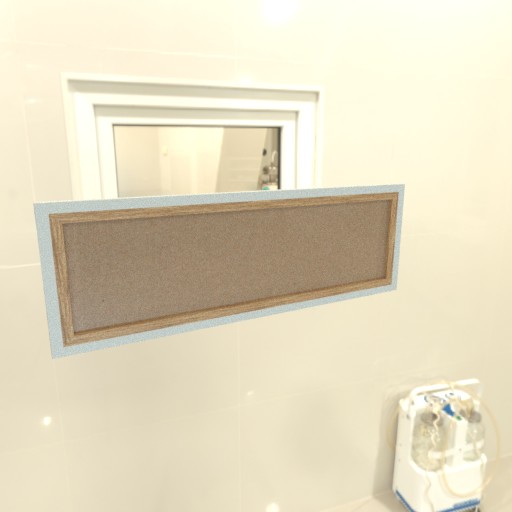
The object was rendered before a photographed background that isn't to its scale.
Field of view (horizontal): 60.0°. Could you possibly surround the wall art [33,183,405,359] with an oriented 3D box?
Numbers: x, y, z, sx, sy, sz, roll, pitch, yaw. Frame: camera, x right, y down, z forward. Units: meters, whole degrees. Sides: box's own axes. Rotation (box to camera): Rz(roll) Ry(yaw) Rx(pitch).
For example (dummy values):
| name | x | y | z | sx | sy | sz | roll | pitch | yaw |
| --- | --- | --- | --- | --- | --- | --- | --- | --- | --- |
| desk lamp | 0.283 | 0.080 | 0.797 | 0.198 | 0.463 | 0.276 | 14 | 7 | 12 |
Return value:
| name | x | y | z | sx | sy | sz | roll | pitch | yaw |
| --- | --- | --- | --- | --- | --- | --- | --- | --- | --- |
| wall art | 0.000 | 0.000 | 1.744 | 1.520 | 0.507 | 0.039 | -7 | 16 | -27 |
